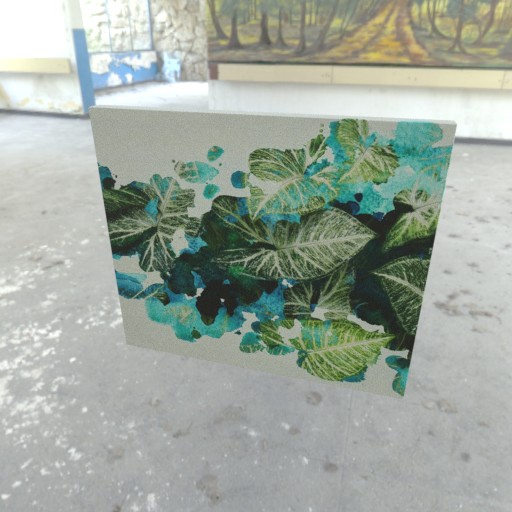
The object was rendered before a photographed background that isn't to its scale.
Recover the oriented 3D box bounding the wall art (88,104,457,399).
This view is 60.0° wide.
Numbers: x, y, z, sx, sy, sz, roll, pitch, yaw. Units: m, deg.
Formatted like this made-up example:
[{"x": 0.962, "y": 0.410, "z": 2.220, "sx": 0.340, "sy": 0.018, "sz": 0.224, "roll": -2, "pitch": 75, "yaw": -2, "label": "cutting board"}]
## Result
[{"x": 0.000, "y": 0.000, "z": 0.981, "sx": 0.711, "sy": 0.610, "sz": 0.043, "roll": 7, "pitch": 27, "yaw": 15, "label": "wall art"}]
